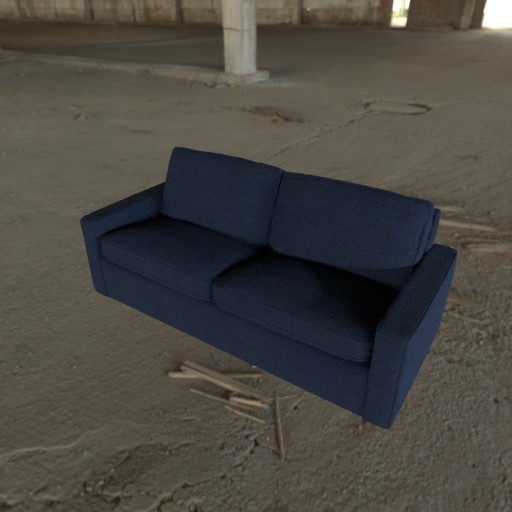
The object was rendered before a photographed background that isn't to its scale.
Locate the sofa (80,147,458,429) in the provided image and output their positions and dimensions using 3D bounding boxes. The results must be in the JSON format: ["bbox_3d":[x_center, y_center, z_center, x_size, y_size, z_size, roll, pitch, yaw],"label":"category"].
[{"bbox_3d":[0.000,0.000,2.636,2.080,0.919,0.940,18,35,29],"label":"sofa"}]
